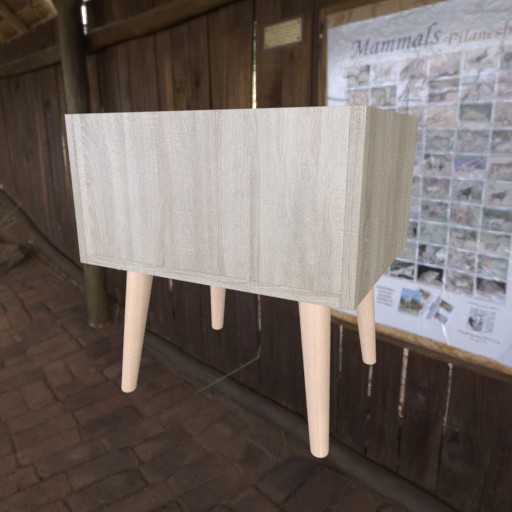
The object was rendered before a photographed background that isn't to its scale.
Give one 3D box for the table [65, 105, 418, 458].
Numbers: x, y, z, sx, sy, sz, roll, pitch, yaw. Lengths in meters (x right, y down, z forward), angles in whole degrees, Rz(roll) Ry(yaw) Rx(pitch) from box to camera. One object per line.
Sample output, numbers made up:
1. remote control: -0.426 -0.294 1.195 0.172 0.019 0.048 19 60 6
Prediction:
1. table: 0.000 0.000 0.780 0.450 0.470 0.370 8 17 26
